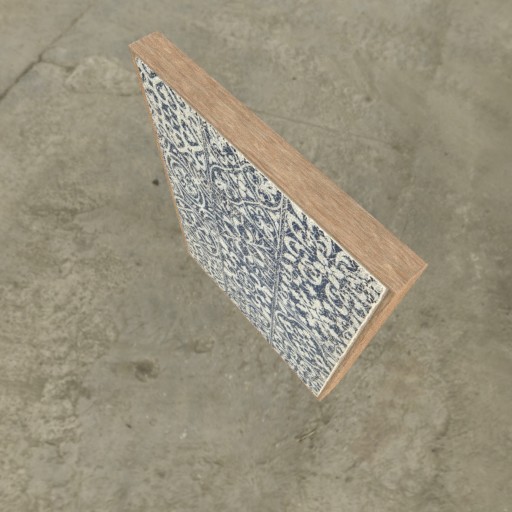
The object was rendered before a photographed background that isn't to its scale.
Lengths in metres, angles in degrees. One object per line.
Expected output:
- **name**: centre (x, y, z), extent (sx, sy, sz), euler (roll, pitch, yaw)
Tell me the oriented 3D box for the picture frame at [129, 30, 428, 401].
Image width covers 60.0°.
- **picture frame**: centre (0.000, 0.000, 0.697), extent (0.043, 0.526, 0.424), euler (-37, 68, -18)
